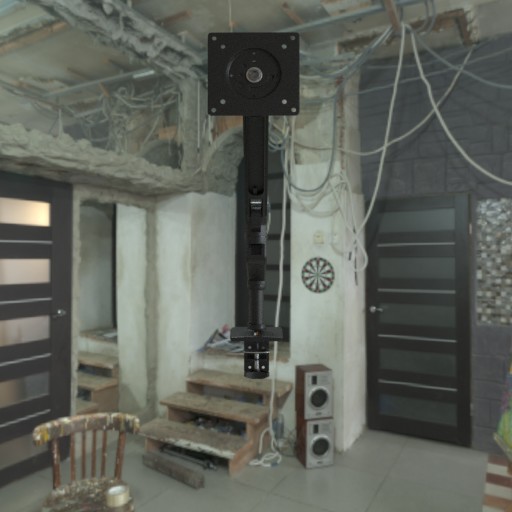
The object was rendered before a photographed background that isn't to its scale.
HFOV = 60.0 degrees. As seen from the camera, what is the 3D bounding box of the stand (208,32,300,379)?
[{"bbox_3d":[0.000,0.000,1.033,0.152,0.713,0.650,0,0,0],"label":"stand"}]
